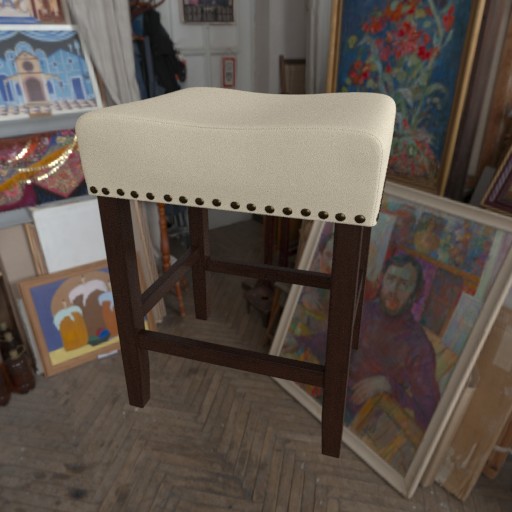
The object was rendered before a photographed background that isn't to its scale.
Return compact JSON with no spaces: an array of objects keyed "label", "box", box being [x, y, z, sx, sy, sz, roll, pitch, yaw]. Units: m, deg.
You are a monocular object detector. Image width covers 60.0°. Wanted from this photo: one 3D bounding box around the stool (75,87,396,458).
[{"label":"stool","box":[0.000,0.000,0.909,0.471,0.609,0.401,8,27,16]}]
